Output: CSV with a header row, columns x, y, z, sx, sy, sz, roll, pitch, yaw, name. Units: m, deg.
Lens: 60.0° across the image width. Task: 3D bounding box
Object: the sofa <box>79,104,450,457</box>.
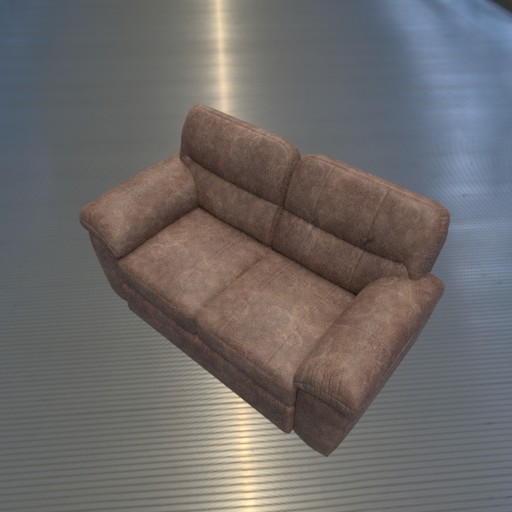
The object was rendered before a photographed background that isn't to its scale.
x,y,z,sx,sy,sz,roll,pitch,yaw,name
0.000,0.000,2.341,1.753,0.991,0.991,31,52,27,sofa
